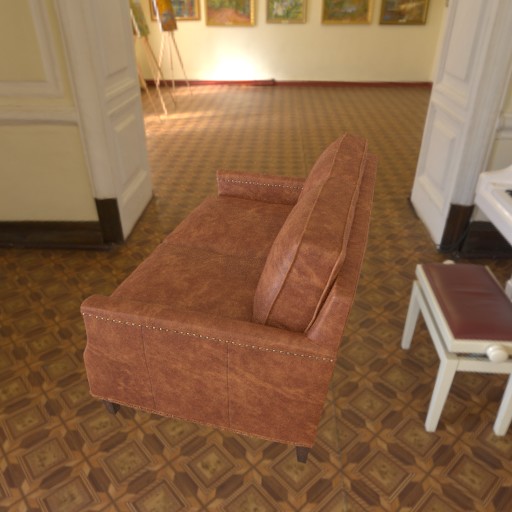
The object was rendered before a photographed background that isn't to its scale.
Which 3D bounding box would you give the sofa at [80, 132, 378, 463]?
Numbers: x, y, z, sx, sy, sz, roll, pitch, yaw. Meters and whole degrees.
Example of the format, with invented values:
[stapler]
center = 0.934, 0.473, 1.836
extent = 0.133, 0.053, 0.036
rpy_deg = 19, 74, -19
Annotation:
[sofa]
center = 0.000, 0.000, 2.286
extent = 1.084, 1.003, 1.597
rpy_deg = 8, 32, 14
